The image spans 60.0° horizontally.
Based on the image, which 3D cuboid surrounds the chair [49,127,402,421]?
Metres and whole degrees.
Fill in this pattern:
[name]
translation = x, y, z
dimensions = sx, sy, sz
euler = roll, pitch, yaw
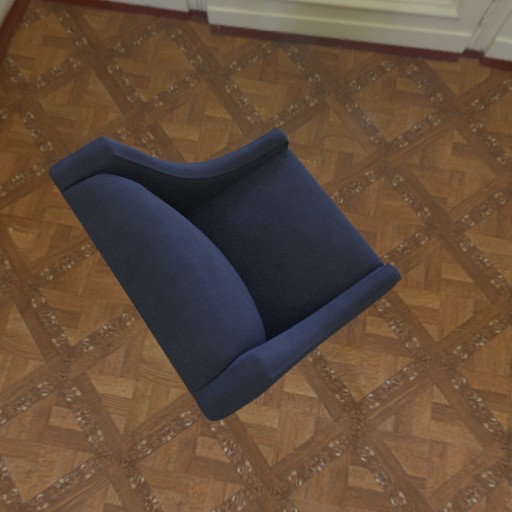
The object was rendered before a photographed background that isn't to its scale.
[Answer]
[chair]
translation = 0.000, 0.000, 1.307
dimensions = 0.629, 0.895, 0.629
euler = -35, 77, -9
